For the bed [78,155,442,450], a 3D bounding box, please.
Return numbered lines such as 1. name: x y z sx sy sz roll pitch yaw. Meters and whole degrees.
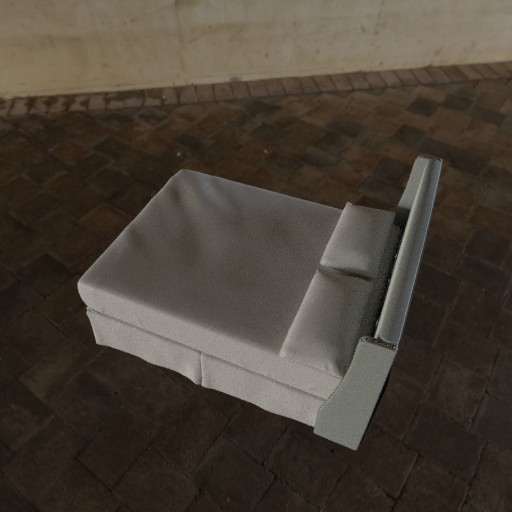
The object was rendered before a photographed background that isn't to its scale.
1. bed: 0.000 0.000 3.355 2.237 1.407 1.710 17 49 16
